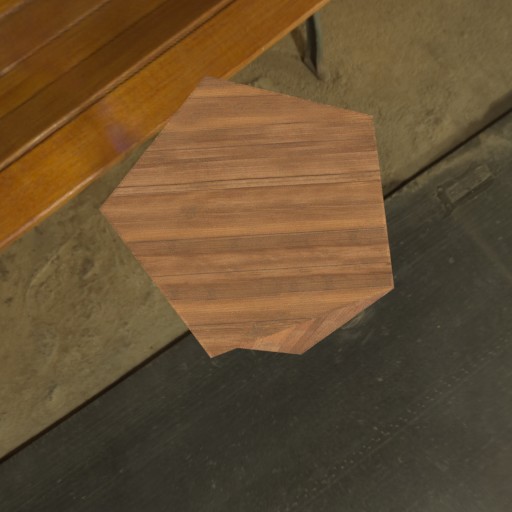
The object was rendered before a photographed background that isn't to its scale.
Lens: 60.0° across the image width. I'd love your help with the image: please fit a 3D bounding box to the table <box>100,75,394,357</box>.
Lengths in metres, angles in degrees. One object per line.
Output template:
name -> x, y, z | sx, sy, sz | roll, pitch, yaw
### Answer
table -> 0.000, 0.000, 0.915 | 0.425, 0.604, 0.441 | 17, 76, 4
